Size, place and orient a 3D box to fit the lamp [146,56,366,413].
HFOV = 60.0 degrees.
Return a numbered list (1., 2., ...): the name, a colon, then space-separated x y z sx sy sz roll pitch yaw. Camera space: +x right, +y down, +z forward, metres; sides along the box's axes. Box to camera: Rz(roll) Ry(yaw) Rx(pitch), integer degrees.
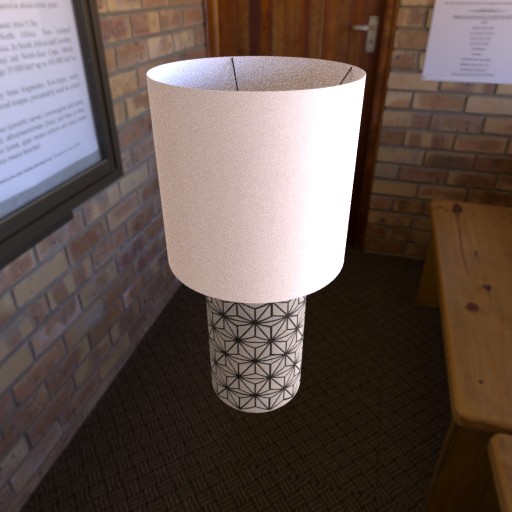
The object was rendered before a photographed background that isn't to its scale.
1. lamp: 0.000 0.000 0.532 0.206 0.416 0.206 -9 32 -14
